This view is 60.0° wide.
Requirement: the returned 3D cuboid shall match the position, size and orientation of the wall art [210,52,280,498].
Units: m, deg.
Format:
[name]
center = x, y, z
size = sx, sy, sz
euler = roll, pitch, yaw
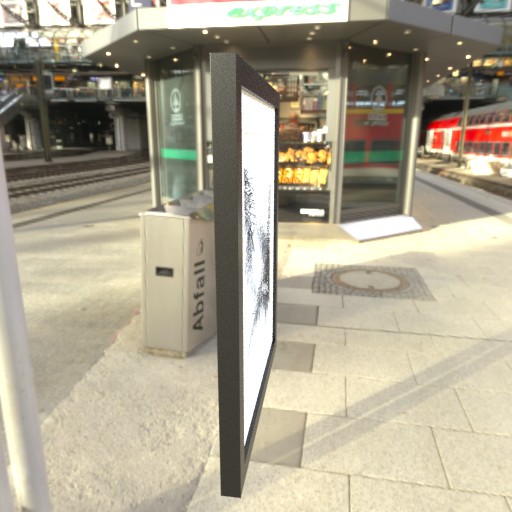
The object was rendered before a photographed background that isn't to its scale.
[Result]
[wall art]
center = 0.000, 0.000, 0.749
size = 0.028, 0.557, 0.457
euler = 2, 15, 8
